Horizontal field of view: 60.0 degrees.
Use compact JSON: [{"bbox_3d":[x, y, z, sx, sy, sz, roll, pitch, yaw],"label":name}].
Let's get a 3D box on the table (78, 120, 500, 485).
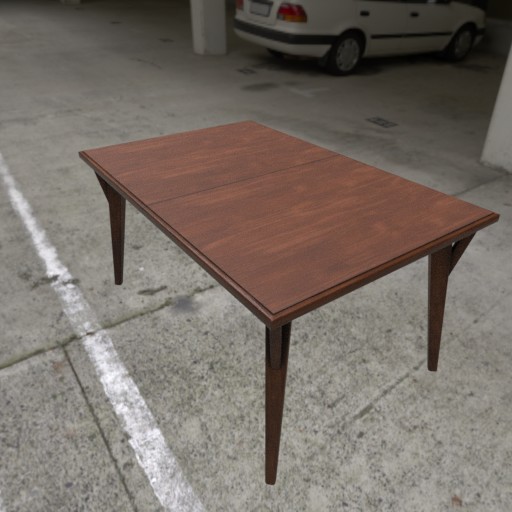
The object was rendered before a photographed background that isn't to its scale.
[{"bbox_3d":[0.000,0.000,2.013,0.990,0.761,1.524,-20,37,-30],"label":"table"}]
